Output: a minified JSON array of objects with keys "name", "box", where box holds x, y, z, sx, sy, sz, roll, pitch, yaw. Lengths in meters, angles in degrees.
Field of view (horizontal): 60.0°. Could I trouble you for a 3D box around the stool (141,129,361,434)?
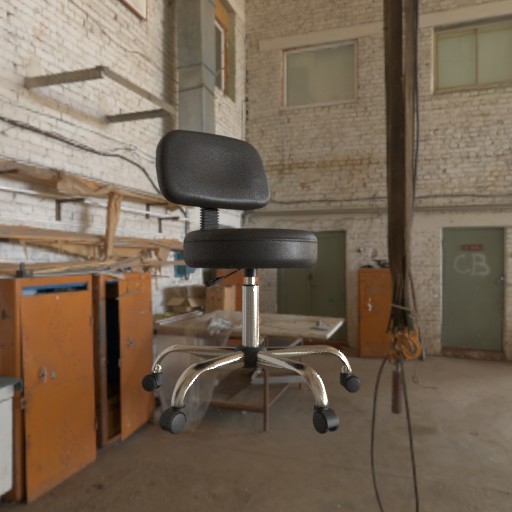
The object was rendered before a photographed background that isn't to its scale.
[{"name":"stool","box":[0.000,0.000,1.325,0.673,0.862,0.648,0,-1,-35]}]
